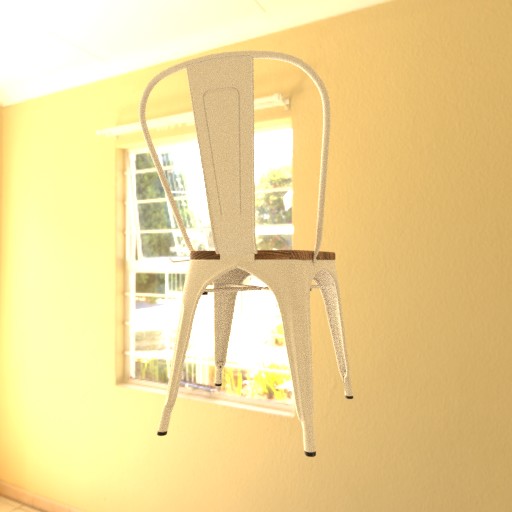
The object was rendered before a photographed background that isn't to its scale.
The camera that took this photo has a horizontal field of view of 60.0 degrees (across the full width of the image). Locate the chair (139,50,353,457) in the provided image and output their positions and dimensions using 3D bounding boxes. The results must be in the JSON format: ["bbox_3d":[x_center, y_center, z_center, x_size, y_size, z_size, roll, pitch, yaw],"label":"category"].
[{"bbox_3d":[0.000,0.000,1.171,0.452,0.851,0.521,0,-1,18],"label":"chair"}]
